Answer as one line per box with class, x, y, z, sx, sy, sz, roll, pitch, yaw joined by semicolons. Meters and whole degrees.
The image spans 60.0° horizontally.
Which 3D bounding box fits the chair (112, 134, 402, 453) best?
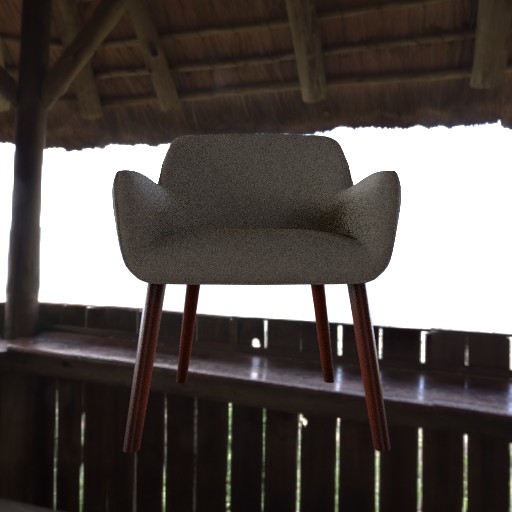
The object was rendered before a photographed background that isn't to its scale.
chair;0.000;0.000;1.203;0.610;0.813;0.610;0;0;0
